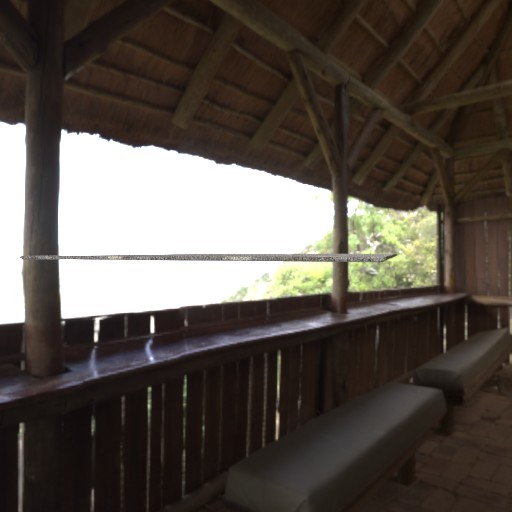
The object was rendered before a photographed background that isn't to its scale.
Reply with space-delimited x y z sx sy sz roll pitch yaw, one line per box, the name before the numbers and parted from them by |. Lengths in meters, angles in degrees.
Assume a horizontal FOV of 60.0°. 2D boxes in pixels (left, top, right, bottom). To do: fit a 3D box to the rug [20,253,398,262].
rug | 0.000 0.000 4.028 2.399 0.026 3.000 0 1 19
